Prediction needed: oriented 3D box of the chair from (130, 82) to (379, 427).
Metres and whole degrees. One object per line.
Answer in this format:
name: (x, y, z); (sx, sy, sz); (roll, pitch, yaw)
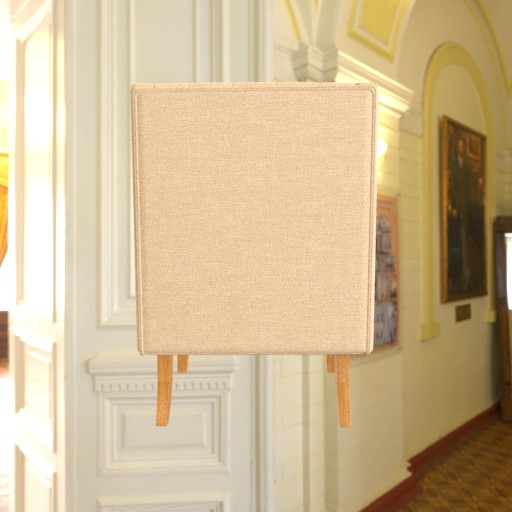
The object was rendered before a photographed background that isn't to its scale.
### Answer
chair: (0.000, 0.000, 1.471); (0.710, 0.930, 0.760); (0, -1, 1)
